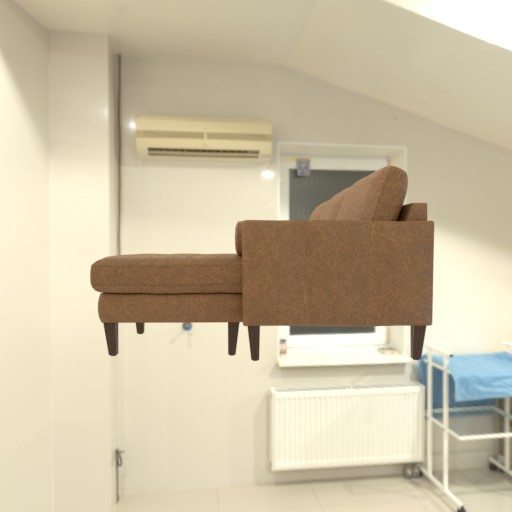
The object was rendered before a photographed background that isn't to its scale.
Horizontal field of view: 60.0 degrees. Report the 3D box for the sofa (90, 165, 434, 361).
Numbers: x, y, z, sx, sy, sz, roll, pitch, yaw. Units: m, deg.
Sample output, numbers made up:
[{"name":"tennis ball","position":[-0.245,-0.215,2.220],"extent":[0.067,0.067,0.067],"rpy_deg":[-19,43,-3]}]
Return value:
[{"name":"sofa","position":[0.000,0.000,2.971],"extent":[1.506,0.876,2.178],"rpy_deg":[0,1,-1]}]
